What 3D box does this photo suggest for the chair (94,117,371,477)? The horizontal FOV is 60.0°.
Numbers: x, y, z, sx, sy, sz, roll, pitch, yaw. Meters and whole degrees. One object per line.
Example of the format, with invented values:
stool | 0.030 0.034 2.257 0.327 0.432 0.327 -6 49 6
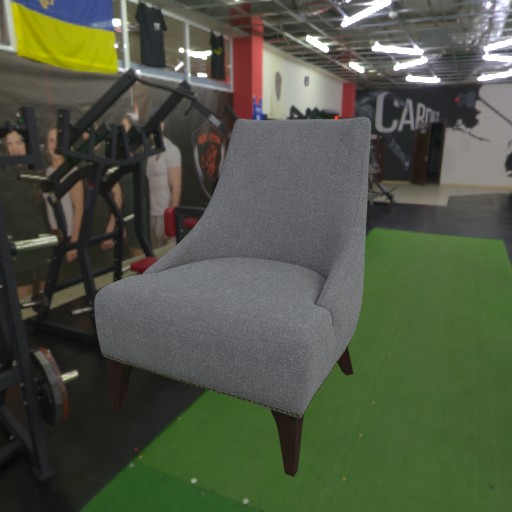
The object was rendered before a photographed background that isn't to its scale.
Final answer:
chair | 0.000 0.000 1.496 0.701 0.909 0.861 8 17 26
